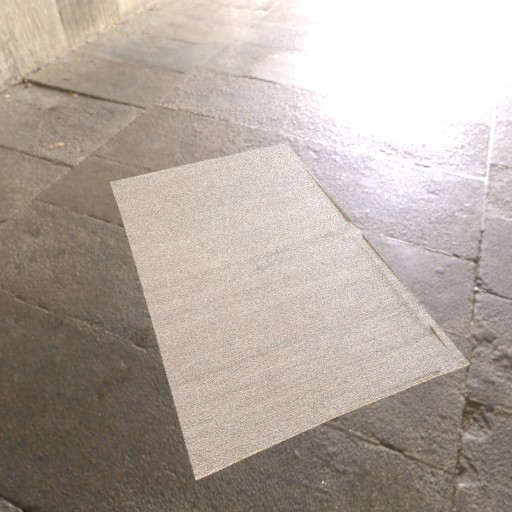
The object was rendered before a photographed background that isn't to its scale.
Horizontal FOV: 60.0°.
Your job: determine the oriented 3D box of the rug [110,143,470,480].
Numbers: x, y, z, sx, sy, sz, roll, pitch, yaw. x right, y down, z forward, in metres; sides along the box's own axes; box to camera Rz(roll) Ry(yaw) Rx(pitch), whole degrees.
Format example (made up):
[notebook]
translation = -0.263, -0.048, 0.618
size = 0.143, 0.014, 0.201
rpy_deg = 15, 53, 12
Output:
[rug]
translation = 0.000, 0.000, 2.251
size = 1.179, 0.022, 1.820
rpy_deg = -16, 48, -15
